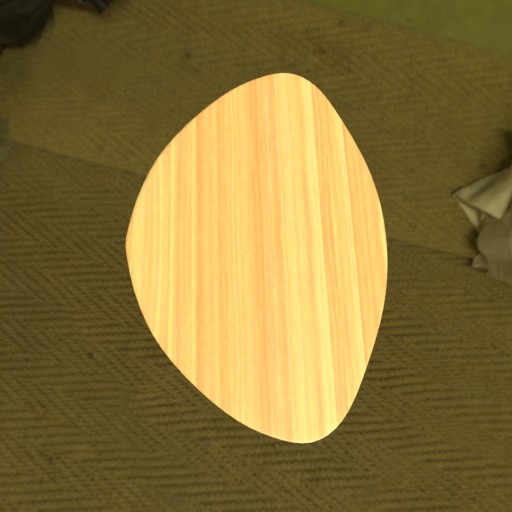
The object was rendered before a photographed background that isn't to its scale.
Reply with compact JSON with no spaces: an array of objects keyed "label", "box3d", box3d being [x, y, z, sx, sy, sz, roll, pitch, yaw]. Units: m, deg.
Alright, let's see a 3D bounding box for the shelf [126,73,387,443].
[{"label":"shelf","box3d":[0.000,0.000,1.651,0.845,0.440,1.246,-2,75,-1]}]
